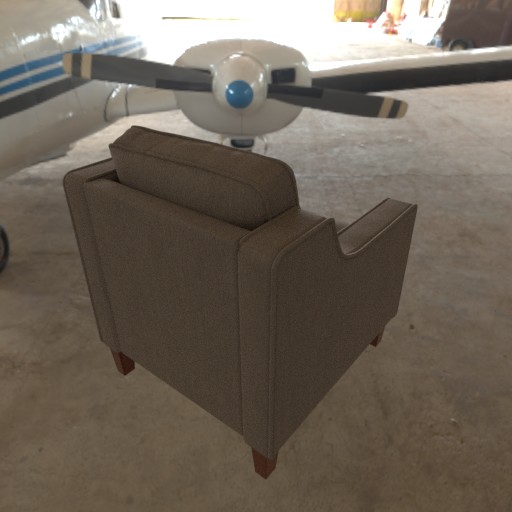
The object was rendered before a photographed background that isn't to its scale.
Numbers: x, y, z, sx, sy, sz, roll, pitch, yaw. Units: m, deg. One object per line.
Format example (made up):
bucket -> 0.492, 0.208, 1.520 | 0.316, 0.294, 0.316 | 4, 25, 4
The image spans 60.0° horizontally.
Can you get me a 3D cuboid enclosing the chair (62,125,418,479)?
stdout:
chair -> 0.000, 0.000, 1.626 | 0.831, 0.960, 0.909 | 22, 36, 33
